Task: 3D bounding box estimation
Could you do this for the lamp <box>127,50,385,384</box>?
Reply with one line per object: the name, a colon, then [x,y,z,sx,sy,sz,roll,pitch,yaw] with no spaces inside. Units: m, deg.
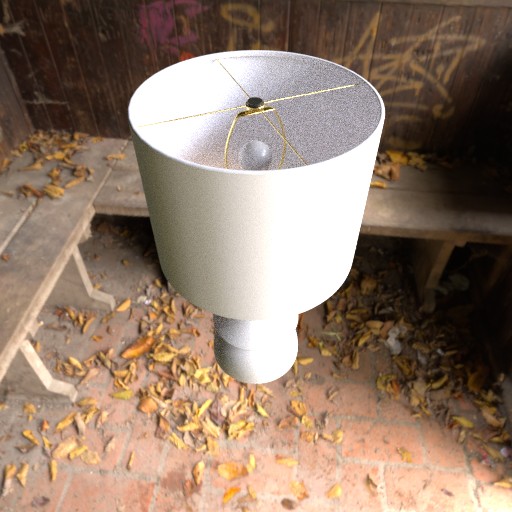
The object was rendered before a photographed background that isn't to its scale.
lamp: [0.000,0.000,0.717,0.301,0.533,0.301,-16,48,-15]
